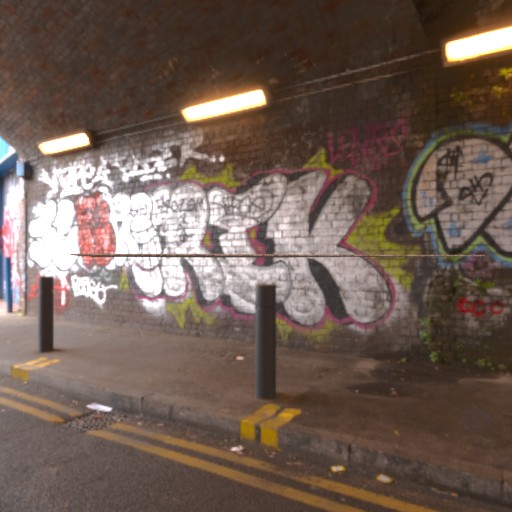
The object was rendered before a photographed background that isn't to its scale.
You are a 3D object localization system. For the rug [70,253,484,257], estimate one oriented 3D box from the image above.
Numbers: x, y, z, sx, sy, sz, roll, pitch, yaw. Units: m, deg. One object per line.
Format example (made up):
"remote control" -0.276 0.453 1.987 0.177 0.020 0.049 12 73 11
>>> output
"rug" 0.000 0.000 4.214 3.054 0.030 2.430 0 0 -17
